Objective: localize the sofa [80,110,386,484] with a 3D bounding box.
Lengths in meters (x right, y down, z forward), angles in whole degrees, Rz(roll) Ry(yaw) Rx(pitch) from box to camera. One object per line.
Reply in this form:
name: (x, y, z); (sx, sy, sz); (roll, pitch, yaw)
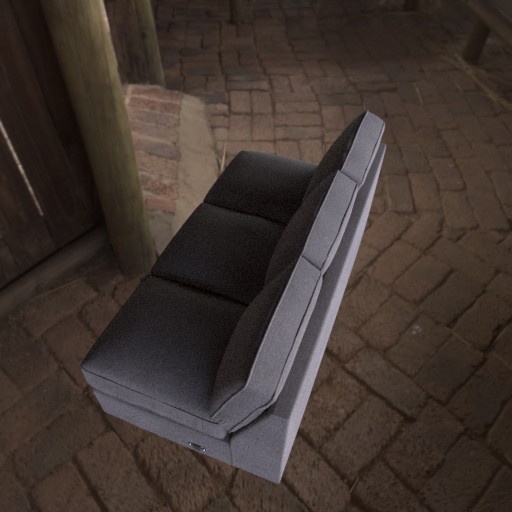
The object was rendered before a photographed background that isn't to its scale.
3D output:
sofa: (0.000, 0.000, 2.520); (1.027, 0.973, 1.962); (16, 49, 15)
